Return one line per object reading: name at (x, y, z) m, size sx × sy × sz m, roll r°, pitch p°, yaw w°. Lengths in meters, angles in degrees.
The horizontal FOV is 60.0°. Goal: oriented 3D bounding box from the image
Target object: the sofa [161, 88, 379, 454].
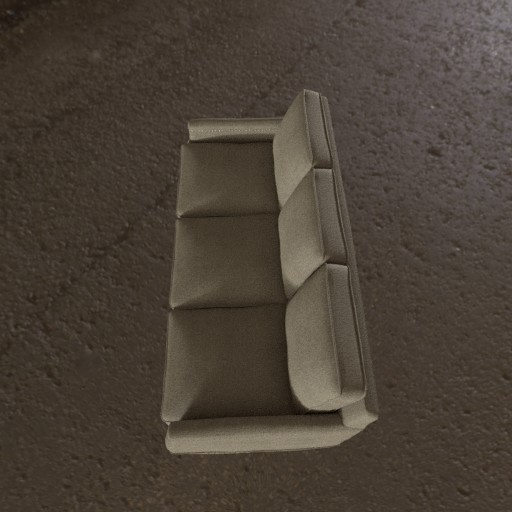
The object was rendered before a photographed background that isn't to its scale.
sofa at (0.000, 0.000, 2.852) m, size 1.084 × 1.003 × 2.246 m, roll -2°, pitch 59°, yaw -1°
